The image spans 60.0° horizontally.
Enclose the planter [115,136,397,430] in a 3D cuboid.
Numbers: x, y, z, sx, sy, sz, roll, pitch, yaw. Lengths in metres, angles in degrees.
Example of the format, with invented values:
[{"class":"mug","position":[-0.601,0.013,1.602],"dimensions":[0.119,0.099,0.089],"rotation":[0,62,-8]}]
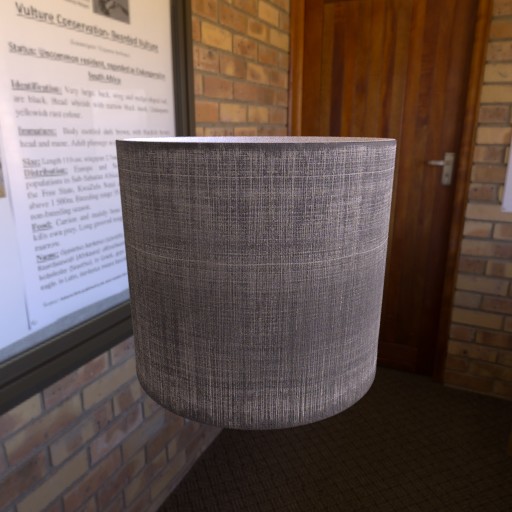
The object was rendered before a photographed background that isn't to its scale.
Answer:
[{"class":"planter","position":[0.000,0.000,0.392],"dimensions":[0.221,0.201,0.221],"rotation":[0,16,0]}]
